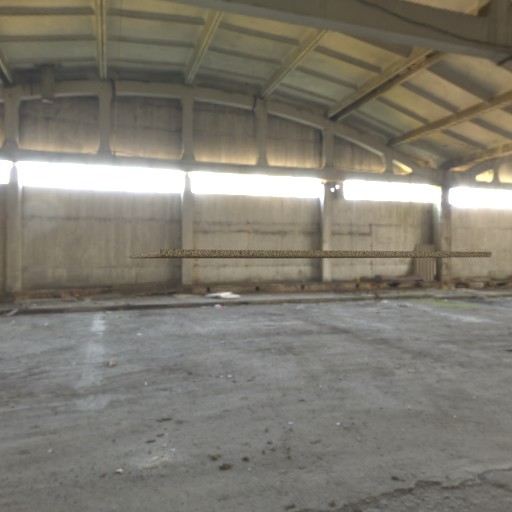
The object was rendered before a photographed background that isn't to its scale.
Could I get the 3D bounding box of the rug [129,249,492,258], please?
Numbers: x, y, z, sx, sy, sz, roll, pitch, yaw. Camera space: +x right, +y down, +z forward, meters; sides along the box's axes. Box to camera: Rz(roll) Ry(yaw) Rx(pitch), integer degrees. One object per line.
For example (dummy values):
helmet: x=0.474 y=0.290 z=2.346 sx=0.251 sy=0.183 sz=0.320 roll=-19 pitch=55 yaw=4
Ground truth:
rug: x=0.000 y=0.000 z=2.910 sx=1.500 sy=0.025 sz=2.346 roll=0 pitch=0 yaw=-19
